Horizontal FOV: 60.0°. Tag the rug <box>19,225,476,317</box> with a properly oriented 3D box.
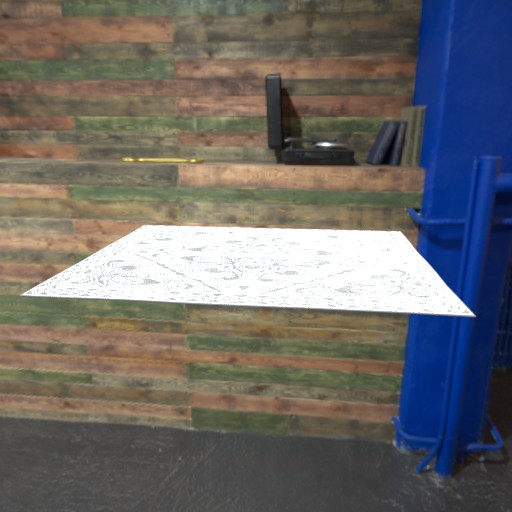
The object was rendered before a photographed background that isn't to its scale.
[{"bbox_3d":[0.000,0.000,4.061,3.048,0.012,2.438,2,16,7],"label":"rug"}]
